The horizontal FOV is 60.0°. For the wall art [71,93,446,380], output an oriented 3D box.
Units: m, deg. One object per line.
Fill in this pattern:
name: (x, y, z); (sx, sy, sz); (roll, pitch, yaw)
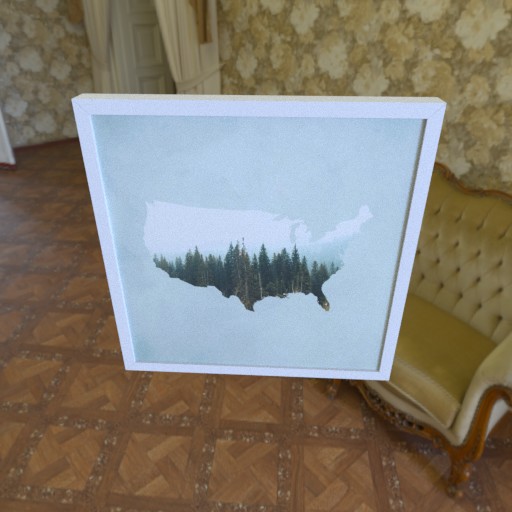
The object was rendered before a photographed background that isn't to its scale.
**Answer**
wall art: (0.000, 0.000, 0.446); (0.304, 0.304, 0.024); (2, 30, 3)
